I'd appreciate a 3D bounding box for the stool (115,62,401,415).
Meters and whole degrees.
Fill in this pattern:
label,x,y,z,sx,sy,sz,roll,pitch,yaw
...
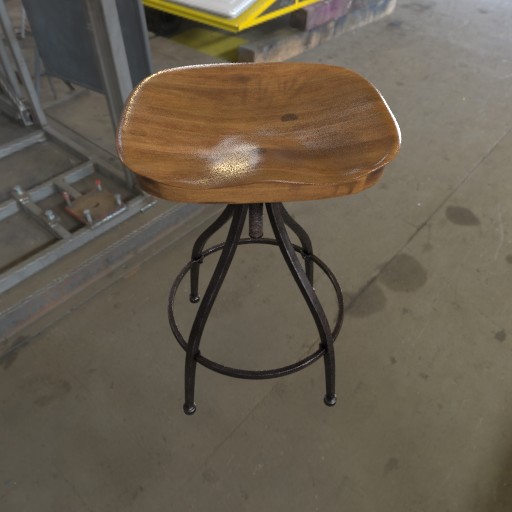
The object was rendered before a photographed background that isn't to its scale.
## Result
label,x,y,z,sx,sy,sz,roll,pitch,yaw
stool,0.000,0.000,0.963,0.432,0.694,0.424,-3,45,-3
